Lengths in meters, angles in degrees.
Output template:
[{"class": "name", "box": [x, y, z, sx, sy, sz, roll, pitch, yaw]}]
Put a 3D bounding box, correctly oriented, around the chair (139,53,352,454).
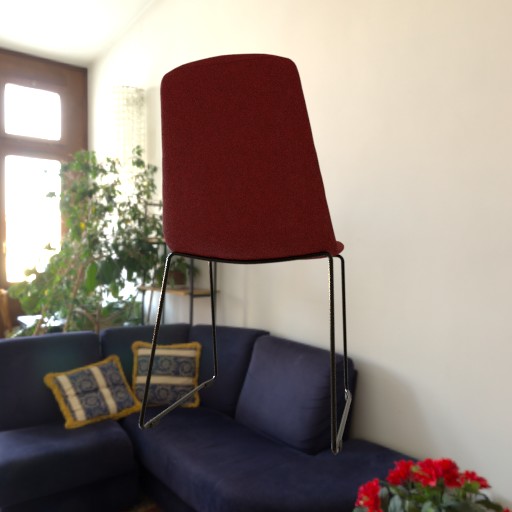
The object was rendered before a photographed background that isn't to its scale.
[{"class": "chair", "box": [0.000, 0.000, 1.184, 0.479, 0.858, 0.518, 0, 1, 17]}]
